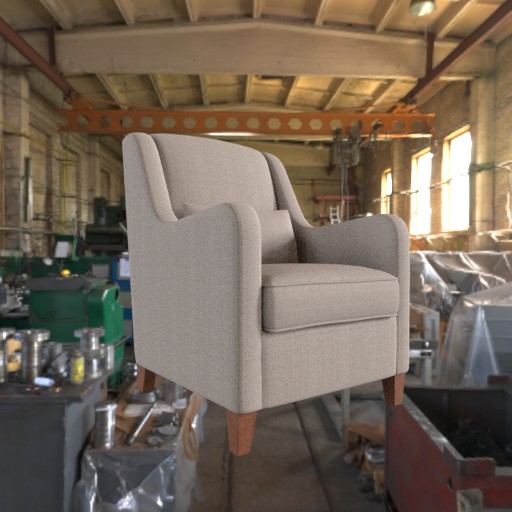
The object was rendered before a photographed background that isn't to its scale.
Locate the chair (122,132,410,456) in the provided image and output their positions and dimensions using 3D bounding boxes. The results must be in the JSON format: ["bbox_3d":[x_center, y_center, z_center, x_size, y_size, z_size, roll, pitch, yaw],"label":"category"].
[{"bbox_3d":[0.000,0.000,1.643,0.715,1.017,0.890,0,1,-36],"label":"chair"}]
